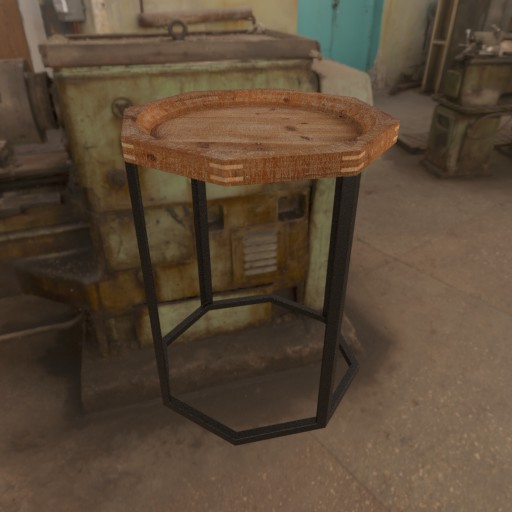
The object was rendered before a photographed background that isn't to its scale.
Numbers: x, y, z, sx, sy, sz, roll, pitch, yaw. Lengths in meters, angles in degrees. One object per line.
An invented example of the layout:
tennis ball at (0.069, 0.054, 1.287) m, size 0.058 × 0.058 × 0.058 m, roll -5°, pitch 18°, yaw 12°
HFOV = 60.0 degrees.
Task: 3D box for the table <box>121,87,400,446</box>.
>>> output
table at (0.000, 0.000, 0.867) m, size 0.458 × 0.543 × 0.458 m, roll -20°, pitch 37°, yaw -30°
